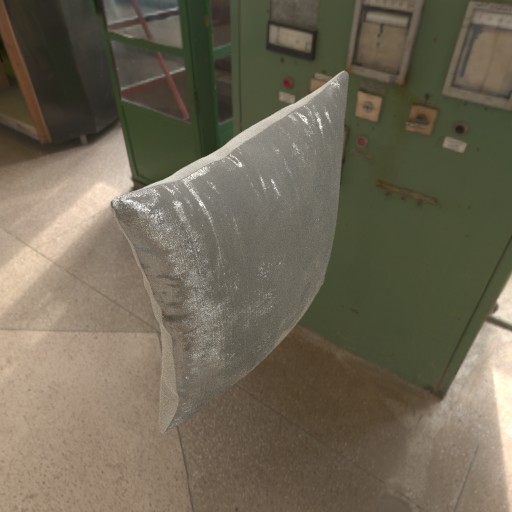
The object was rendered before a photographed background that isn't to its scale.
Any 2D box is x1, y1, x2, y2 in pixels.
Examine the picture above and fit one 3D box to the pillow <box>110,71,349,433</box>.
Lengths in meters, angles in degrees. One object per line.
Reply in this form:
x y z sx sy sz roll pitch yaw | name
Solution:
0.000 0.000 0.706 0.175 0.464 0.470 27 47 28 | pillow
